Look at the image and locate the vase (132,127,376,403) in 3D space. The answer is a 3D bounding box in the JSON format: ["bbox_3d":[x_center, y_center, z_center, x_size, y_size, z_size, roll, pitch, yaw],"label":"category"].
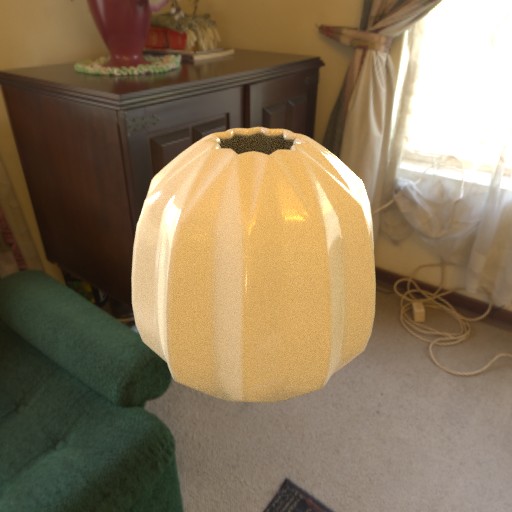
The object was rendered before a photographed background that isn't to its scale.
[{"bbox_3d":[0.000,0.000,0.252,0.139,0.134,0.139,0,30,0],"label":"vase"}]
